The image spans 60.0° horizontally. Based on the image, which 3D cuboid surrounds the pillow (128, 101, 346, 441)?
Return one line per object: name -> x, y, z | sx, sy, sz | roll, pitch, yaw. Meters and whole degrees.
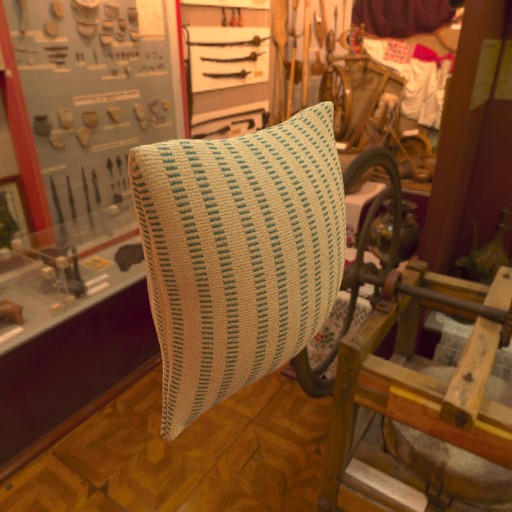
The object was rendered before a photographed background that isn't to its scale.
pillow -> 0.000, 0.000, 0.693 | 0.247, 0.419, 0.438 | 18, 32, 31
